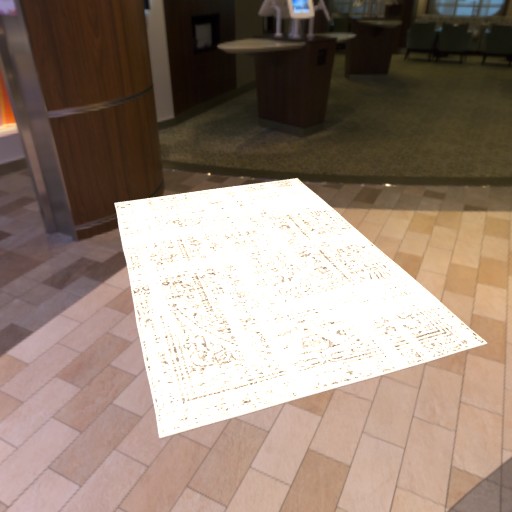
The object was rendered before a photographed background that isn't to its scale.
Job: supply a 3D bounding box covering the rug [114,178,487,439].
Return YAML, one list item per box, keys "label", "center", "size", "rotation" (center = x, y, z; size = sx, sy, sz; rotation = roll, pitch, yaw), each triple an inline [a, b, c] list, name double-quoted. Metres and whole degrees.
- label: "rug"
  center: [0.000, 0.000, 3.034]
  size: [1.706, 0.026, 2.438]
  rotation: [-10, 33, -16]
